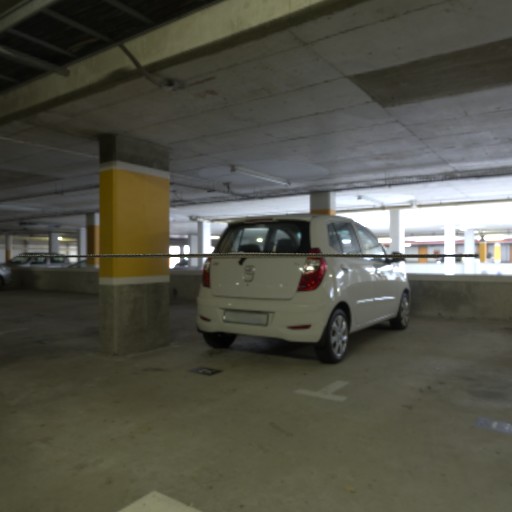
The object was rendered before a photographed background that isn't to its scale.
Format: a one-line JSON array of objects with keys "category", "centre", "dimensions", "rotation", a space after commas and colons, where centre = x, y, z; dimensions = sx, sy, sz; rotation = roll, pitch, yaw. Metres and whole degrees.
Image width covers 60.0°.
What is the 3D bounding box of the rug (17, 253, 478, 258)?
[{"category": "rug", "centre": [0.000, 0.000, 2.187], "dimensions": [1.789, 0.021, 1.159], "rotation": [0, 0, 17]}]
